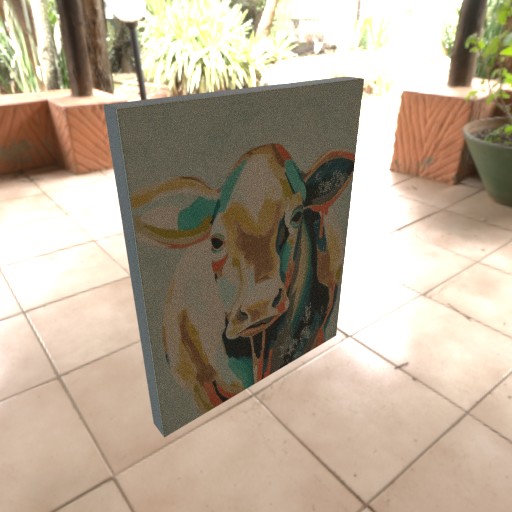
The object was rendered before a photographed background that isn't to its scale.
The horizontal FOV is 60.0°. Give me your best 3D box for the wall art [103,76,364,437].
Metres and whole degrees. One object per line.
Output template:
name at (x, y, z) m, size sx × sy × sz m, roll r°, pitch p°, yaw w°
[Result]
wall art at (0.000, 0.000, 0.716) m, size 0.409 × 0.509 × 0.037 m, roll -21°, pitch 35°, yaw -34°
